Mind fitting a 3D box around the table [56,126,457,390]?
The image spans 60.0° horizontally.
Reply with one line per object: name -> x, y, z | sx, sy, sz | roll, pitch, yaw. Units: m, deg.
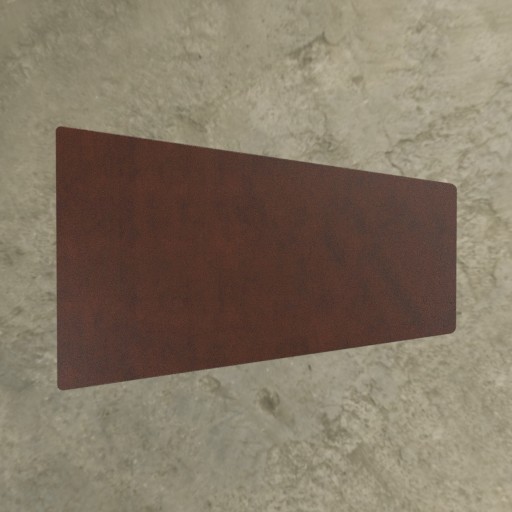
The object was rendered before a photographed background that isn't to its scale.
table -> 0.000, 0.000, 0.963 | 0.605, 0.589, 0.399 | 0, 91, 0
